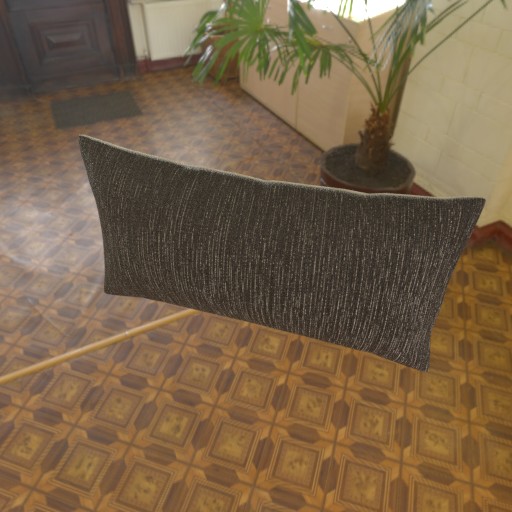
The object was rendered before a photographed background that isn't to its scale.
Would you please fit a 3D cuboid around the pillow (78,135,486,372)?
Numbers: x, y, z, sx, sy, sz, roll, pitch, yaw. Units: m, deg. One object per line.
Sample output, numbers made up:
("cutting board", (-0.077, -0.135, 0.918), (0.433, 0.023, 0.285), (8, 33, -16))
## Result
("pillow", (0.000, 0.000, 0.714), (0.608, 0.305, 0.156), (12, 43, 13))
